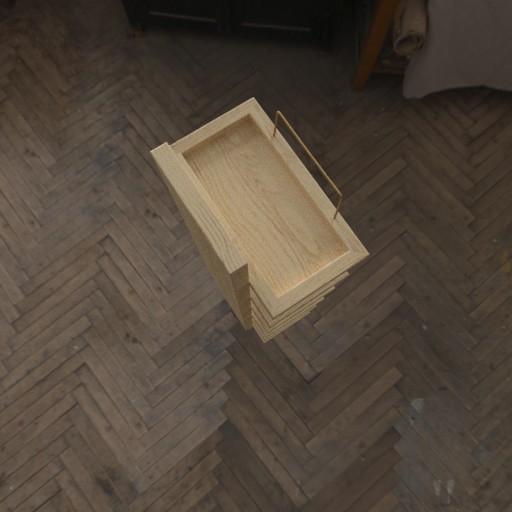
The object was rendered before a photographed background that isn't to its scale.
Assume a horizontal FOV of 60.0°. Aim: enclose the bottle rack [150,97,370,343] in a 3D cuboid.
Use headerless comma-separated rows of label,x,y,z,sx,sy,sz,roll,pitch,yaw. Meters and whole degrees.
bottle rack,0.000,0.000,1.038,0.206,0.943,0.330,-32,78,-8
